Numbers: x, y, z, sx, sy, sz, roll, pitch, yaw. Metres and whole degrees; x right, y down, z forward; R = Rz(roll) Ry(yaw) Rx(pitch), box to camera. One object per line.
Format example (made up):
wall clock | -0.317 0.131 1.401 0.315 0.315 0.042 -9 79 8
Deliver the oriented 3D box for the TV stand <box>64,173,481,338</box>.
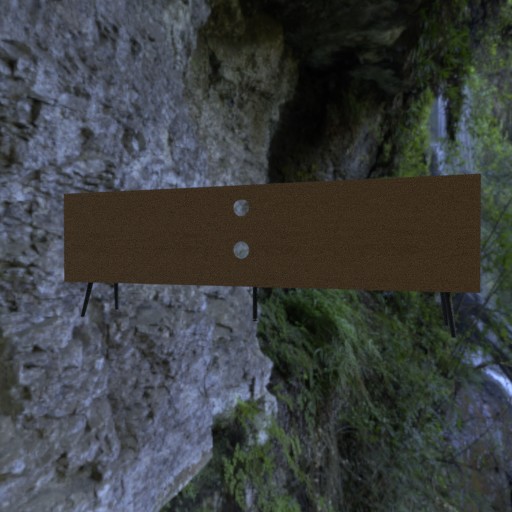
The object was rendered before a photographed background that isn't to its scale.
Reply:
TV stand | 0.000 0.000 1.992 1.760 0.580 0.400 0 1 18
